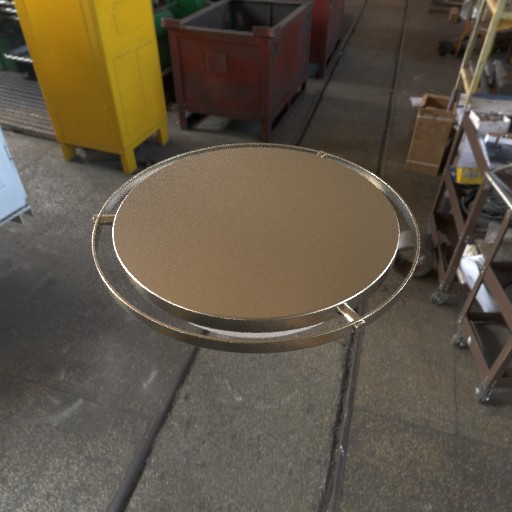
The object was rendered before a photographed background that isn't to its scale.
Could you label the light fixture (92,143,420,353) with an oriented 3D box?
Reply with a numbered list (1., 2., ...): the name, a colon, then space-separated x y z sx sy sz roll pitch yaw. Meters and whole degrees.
1. light fixture: 0.000 0.000 0.545 0.361 0.130 0.361 0 41 0
